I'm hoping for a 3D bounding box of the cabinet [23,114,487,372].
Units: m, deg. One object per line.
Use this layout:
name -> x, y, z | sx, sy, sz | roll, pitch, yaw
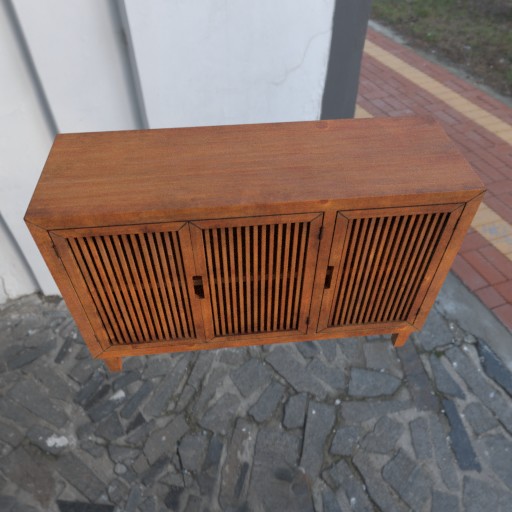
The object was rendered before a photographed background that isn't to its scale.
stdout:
cabinet -> 0.000, 0.000, 1.570 | 1.204, 0.805, 0.403 | -4, 46, -4
